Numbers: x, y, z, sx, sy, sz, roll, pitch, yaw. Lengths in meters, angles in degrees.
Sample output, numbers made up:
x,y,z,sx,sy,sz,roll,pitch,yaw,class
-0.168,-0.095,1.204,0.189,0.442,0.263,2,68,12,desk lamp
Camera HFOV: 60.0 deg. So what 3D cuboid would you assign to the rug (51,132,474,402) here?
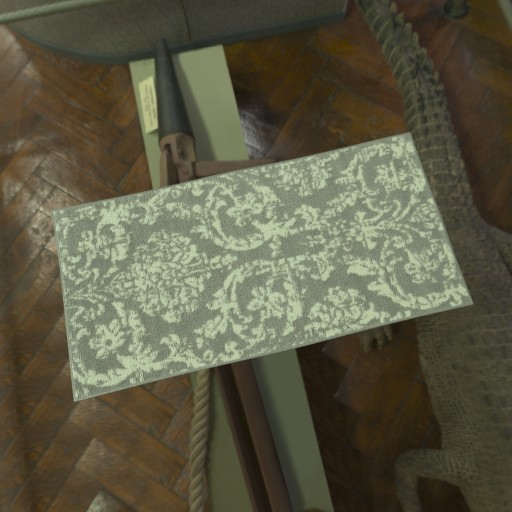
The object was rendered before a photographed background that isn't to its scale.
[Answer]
x,y,z,sx,sy,sz,roll,pitch,yaw,class
0.000,0.000,1.387,1.219,0.007,0.604,-13,75,-3,rug
